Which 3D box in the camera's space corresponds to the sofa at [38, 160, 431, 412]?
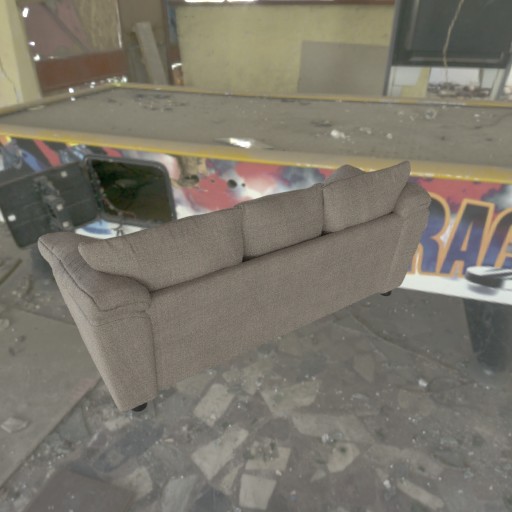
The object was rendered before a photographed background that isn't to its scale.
[{"bbox_3d":[0.000,0.000,2.807,2.334,0.996,0.878,-18,34,-29],"label":"sofa"}]
